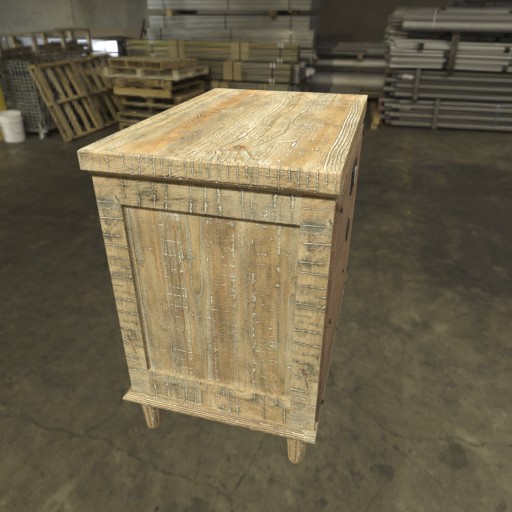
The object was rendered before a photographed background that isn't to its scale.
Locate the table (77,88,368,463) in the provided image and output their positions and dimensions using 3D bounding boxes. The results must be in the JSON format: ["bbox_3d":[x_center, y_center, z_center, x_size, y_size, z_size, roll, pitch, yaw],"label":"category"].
[{"bbox_3d":[0.000,0.000,1.156,0.457,0.711,0.686,8,30,14],"label":"table"}]
